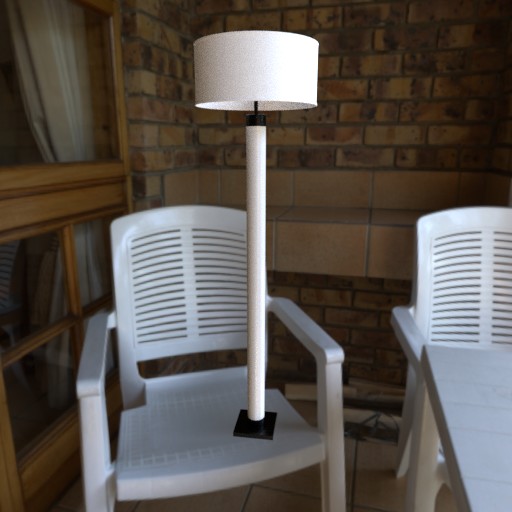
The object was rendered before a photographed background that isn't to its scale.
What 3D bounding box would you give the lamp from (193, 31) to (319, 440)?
[{"bbox_3d":[0.000,0.000,1.671,0.420,1.475,0.420,2,15,8],"label":"lamp"}]
